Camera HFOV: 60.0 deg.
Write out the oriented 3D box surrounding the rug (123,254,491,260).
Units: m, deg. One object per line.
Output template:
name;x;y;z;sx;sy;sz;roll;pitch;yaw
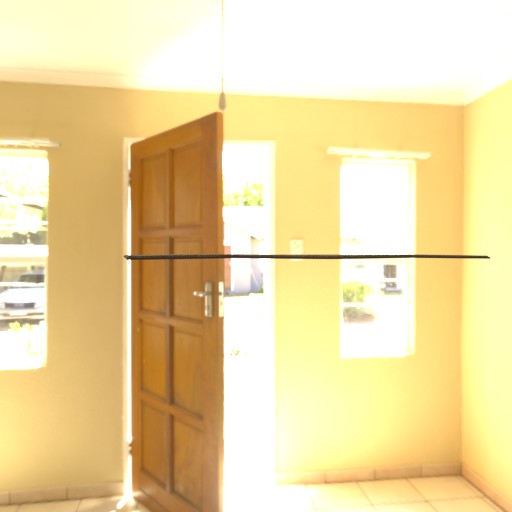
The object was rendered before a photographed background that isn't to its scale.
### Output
rug;0.000;0.000;4.762;2.716;0.035;3.612;0;0;-17
